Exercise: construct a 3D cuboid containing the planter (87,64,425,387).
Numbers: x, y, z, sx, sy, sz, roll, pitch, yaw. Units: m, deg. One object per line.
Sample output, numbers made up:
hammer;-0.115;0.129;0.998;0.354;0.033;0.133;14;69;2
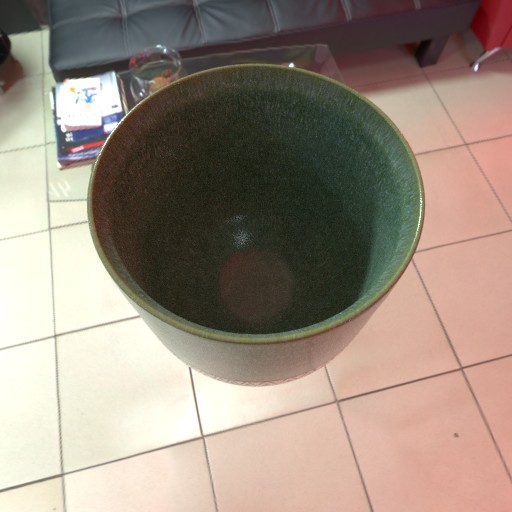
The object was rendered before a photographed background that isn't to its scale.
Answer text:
planter;0.000;0.000;0.472;0.266;0.270;0.266;0;63;0
